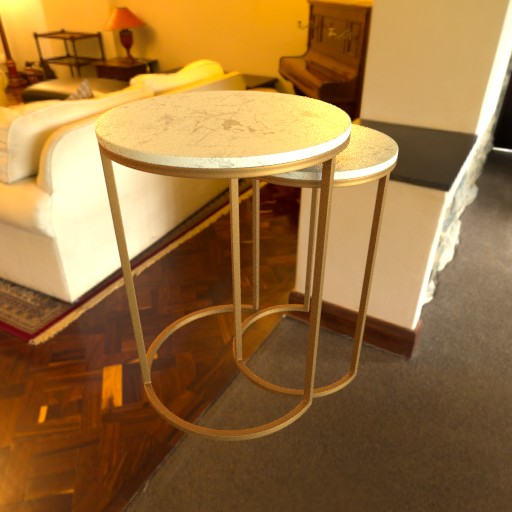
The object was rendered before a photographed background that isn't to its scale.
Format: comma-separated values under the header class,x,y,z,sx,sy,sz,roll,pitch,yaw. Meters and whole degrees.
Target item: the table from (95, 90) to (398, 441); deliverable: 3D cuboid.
class,x,y,z,sx,sy,sz,roll,pitch,yaw
table,0.000,0.000,0.872,0.507,0.550,0.400,-10,33,-16
